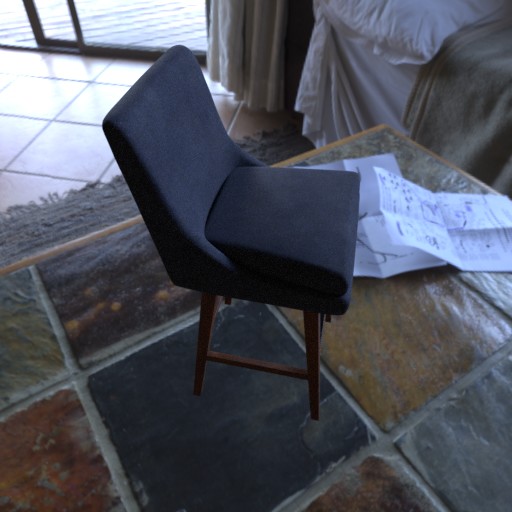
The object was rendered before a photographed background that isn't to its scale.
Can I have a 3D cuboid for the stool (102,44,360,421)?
[{"bbox_3d":[0.000,0.000,1.357,0.572,1.068,0.489,9,46,9],"label":"stool"}]
